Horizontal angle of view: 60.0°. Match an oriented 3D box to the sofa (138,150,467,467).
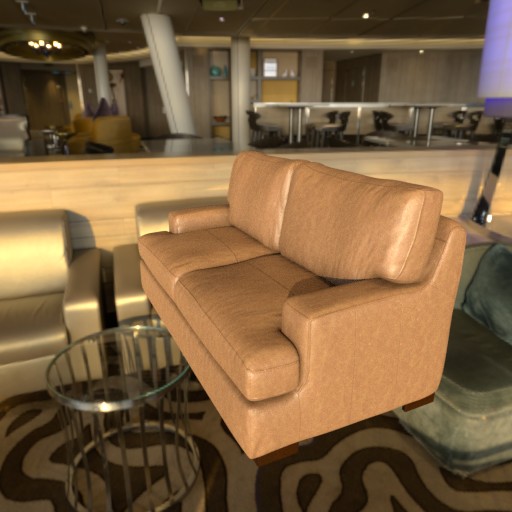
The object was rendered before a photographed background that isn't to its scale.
[{"bbox_3d":[0.000,0.000,2.409,0.962,0.980,1.855,-9,21,-24],"label":"sofa"}]
